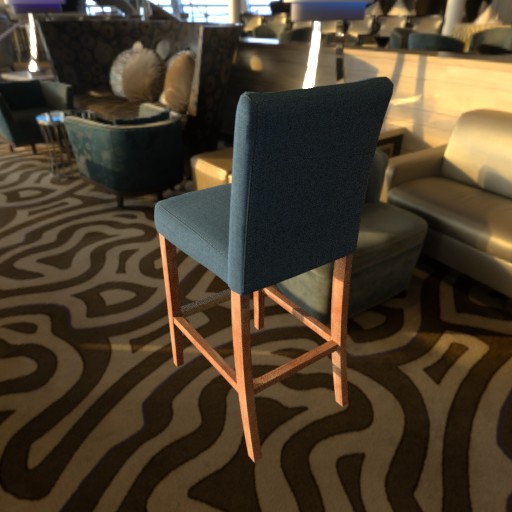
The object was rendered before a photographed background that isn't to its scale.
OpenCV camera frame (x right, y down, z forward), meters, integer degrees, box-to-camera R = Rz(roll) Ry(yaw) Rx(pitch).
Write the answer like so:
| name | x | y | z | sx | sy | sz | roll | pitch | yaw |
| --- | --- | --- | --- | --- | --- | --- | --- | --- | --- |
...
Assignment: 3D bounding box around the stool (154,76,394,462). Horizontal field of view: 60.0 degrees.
| name | x | y | z | sx | sy | sz | roll | pitch | yaw |
| --- | --- | --- | --- | --- | --- | --- | --- | --- | --- |
| stool | 0.000 | 0.000 | 1.407 | 0.454 | 1.088 | 0.574 | -19 | 35 | -30 |
